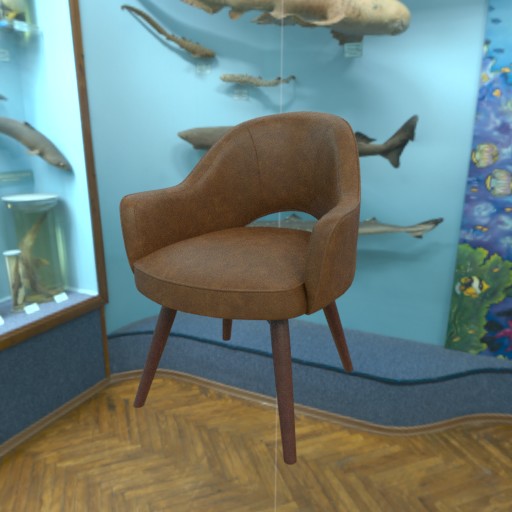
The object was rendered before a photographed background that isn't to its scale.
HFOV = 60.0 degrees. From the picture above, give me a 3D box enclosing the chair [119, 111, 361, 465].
[{"bbox_3d":[0.000,0.000,1.211,0.591,0.777,0.640,8,18,27],"label":"chair"}]
